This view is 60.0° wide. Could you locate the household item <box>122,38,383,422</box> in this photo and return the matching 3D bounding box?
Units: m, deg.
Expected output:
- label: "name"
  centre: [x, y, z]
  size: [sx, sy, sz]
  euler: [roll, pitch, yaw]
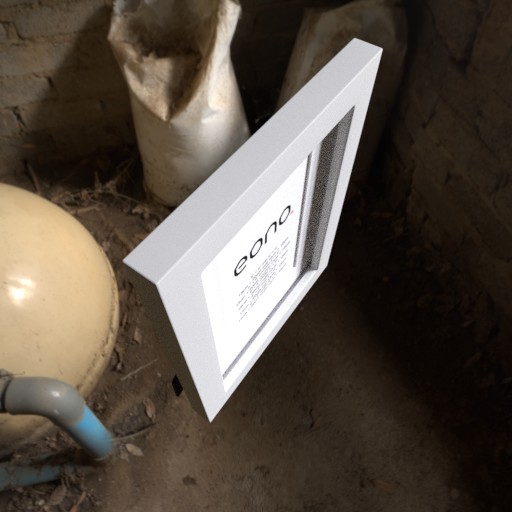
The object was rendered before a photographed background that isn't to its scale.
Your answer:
- label: "household item"
  centre: [0.000, 0.000, 0.335]
  size: [0.045, 0.250, 0.200]
  euler: [31, 63, 18]
